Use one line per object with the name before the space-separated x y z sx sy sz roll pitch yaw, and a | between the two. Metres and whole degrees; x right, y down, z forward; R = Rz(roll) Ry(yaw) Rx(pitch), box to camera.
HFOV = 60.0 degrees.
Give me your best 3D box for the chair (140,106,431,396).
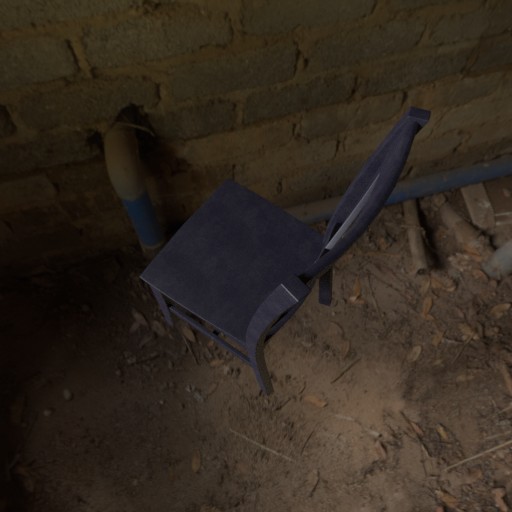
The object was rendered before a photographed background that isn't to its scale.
chair | 0.000 0.000 1.269 0.542 0.983 0.485 32 66 16
